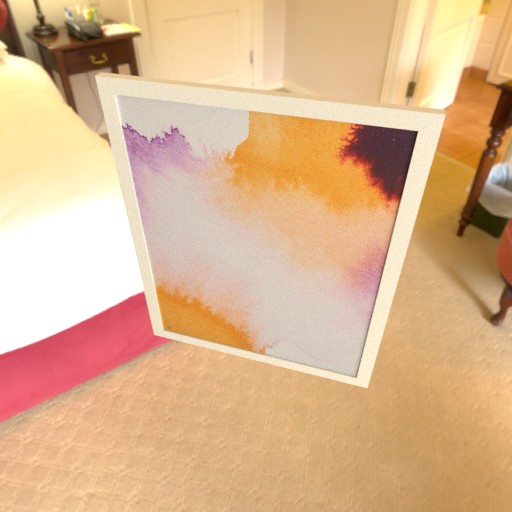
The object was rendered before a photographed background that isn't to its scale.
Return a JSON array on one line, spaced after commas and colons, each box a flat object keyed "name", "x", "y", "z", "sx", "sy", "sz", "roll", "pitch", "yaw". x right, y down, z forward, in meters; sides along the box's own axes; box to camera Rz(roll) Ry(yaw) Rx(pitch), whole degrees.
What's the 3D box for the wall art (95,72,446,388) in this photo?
[{"name": "wall art", "x": 0.000, "y": 0.000, "z": 0.617, "sx": 0.382, "sy": 0.456, "sz": 0.013, "roll": 11, "pitch": 41, "yaw": 13}]
